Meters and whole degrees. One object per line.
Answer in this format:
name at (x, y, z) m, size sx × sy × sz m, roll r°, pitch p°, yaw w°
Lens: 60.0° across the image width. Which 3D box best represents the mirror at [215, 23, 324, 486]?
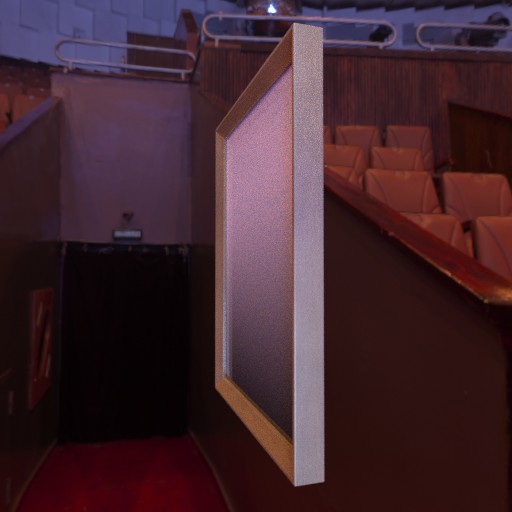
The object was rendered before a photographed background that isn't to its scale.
mirror at (0.000, 0.000, 0.685) m, size 0.041 × 0.509 × 0.406 m, roll 0°, pitch -1°, yaw -17°
